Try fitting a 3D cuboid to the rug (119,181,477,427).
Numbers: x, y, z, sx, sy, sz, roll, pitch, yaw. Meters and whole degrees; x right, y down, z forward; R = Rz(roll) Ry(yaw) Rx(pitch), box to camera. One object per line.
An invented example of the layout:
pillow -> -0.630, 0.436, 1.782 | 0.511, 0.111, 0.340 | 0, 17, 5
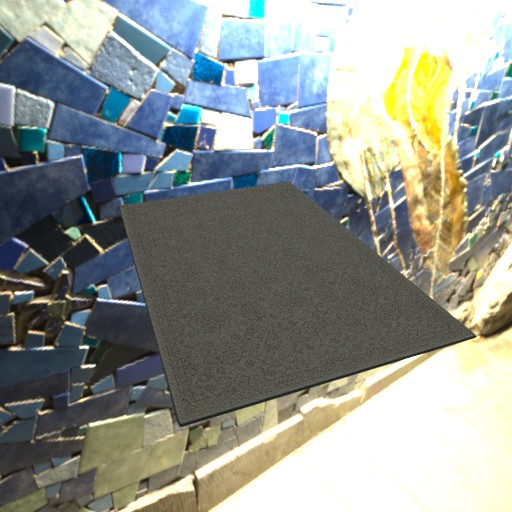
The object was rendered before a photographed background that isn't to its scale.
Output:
rug -> 0.000, 0.000, 2.333 | 1.219, 0.010, 1.829 | -11, 32, -18
